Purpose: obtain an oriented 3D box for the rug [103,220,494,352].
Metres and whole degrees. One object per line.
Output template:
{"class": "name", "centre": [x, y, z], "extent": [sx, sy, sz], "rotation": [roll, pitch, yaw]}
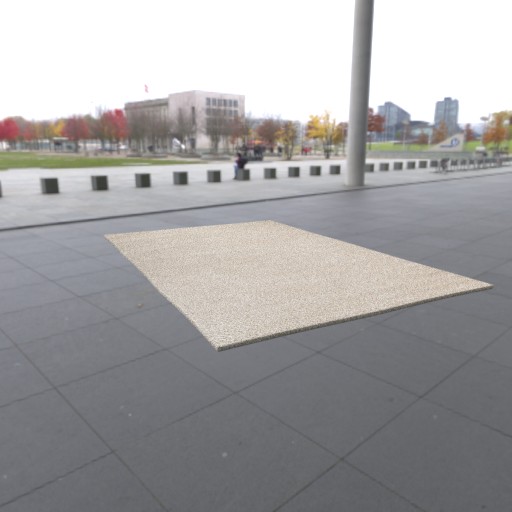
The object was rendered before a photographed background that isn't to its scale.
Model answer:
{"class": "rug", "centre": [0.000, 0.000, 3.408], "extent": [1.800, 0.025, 2.699], "rotation": [-7, 16, -27]}
